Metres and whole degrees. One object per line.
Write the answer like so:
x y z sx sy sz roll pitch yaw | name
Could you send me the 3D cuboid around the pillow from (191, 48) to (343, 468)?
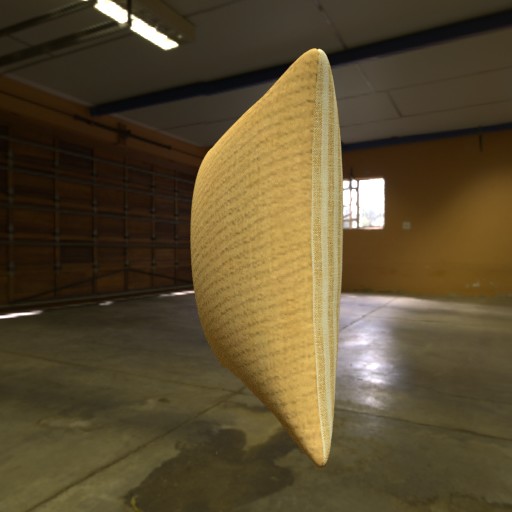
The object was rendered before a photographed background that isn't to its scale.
0.000 0.000 0.619 0.173 0.407 0.419 0 1 -18 | pillow
